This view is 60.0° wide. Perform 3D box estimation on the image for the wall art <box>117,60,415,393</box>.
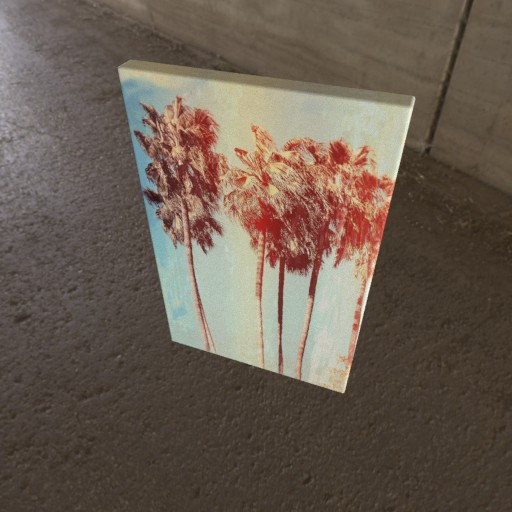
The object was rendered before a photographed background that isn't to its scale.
[{"bbox_3d":[0.000,0.000,0.779,0.401,0.610,0.038,13,43,15],"label":"wall art"}]
